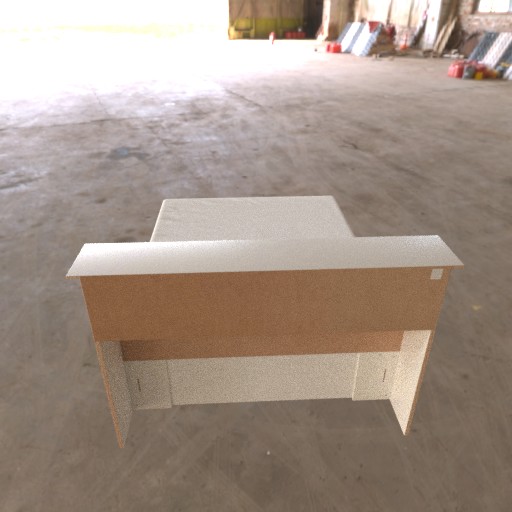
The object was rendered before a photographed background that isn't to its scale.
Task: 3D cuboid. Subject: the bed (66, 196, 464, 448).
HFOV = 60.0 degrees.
[{"bbox_3d":[0.000,0.000,3.047,1.671,1.092,2.133,-1,30,-3],"label":"bed"}]
